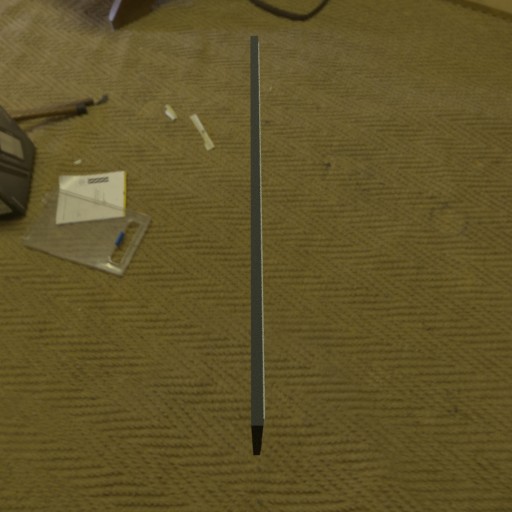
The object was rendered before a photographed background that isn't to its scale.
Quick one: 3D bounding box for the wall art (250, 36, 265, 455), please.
[{"bbox_3d":[0.000,0.000,1.512,0.028,0.805,1.190,0,62,0],"label":"wall art"}]
